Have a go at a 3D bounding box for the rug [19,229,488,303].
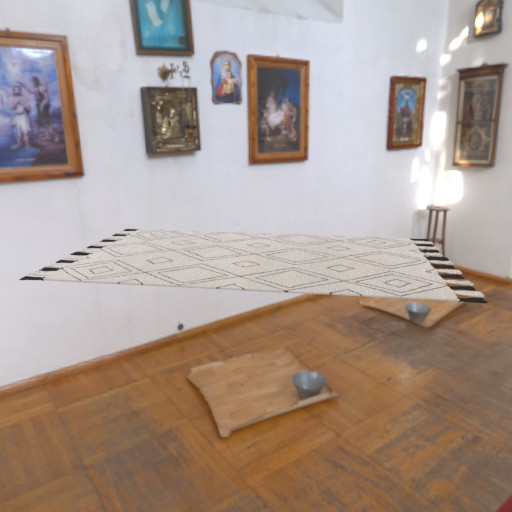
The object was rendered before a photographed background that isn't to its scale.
[{"bbox_3d":[0.000,0.000,3.249,2.755,0.021,1.524,2,15,8],"label":"rug"}]
